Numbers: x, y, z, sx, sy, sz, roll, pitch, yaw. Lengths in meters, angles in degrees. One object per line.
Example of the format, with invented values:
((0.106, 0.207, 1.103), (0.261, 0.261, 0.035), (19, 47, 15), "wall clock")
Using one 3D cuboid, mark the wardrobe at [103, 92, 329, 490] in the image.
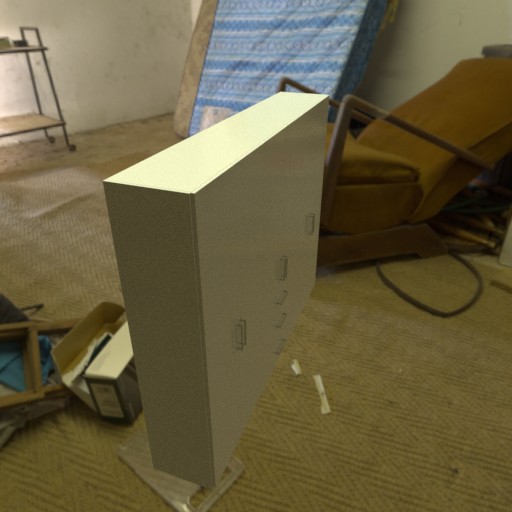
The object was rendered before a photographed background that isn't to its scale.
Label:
((0.000, 0.000, 4.031), (0.580, 2.360, 3.000), (11, 31, 18), "wardrobe")
